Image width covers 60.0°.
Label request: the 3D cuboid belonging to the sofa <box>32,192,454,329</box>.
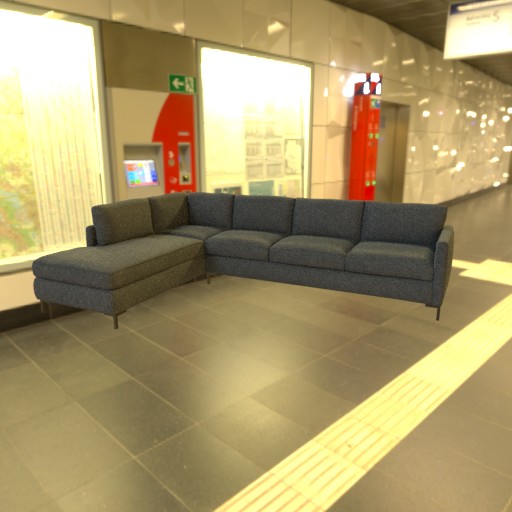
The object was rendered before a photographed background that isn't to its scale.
[{"bbox_3d":[0.000,0.000,3.675,2.949,0.815,2.007,7,15,25],"label":"sofa"}]
